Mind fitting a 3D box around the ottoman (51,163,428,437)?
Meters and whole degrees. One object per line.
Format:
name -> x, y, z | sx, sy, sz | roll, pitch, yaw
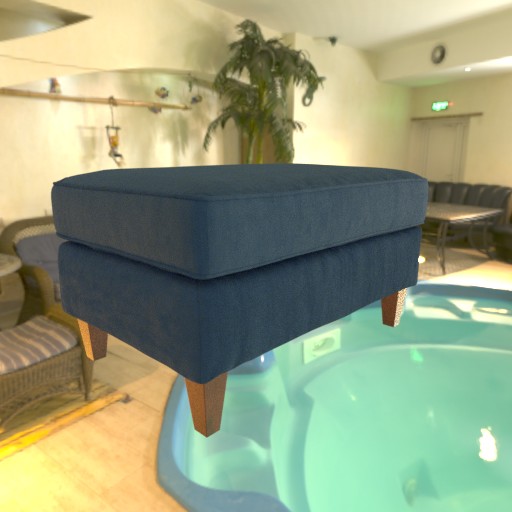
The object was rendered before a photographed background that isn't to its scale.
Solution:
ottoman -> 0.000, 0.000, 1.196 | 0.583, 0.484, 0.862 | 13, 18, 42
